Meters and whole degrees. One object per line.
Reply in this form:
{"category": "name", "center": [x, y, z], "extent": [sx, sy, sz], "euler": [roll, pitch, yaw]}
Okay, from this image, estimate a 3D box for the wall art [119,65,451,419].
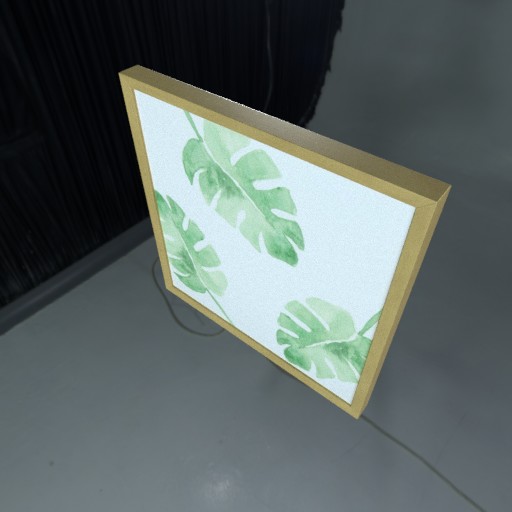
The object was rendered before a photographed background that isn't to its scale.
{"category": "wall art", "center": [0.000, 0.000, 0.757], "extent": [0.508, 0.508, 0.038], "euler": [30, 52, 26]}
